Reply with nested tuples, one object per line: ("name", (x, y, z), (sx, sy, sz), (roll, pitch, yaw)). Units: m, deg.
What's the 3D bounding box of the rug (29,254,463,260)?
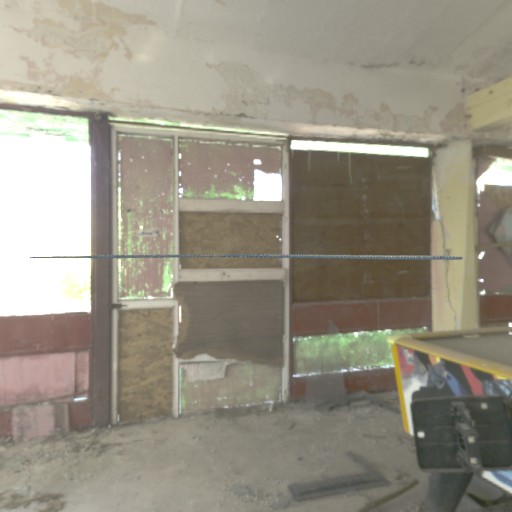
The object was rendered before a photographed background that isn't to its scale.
("rug", (0.000, 0.000, 2.253), (1.777, 0.021, 1.145), (0, 0, 17))
